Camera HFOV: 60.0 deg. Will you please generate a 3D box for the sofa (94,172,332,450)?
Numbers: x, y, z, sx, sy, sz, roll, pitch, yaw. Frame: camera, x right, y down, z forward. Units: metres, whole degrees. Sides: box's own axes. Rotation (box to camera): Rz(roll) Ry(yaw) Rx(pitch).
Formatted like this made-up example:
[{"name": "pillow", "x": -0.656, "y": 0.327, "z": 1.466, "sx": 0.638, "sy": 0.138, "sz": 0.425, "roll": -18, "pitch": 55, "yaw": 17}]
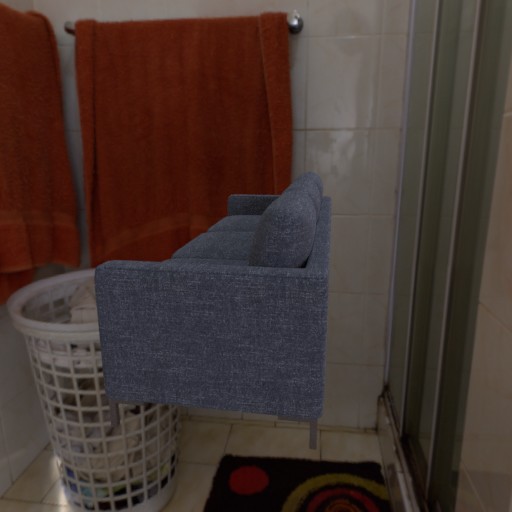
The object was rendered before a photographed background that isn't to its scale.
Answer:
[{"name": "sofa", "x": 0.000, "y": 0.000, "z": 2.620, "sx": 0.859, "sy": 0.874, "sz": 2.218, "roll": 2, "pitch": 15, "yaw": 9}]
